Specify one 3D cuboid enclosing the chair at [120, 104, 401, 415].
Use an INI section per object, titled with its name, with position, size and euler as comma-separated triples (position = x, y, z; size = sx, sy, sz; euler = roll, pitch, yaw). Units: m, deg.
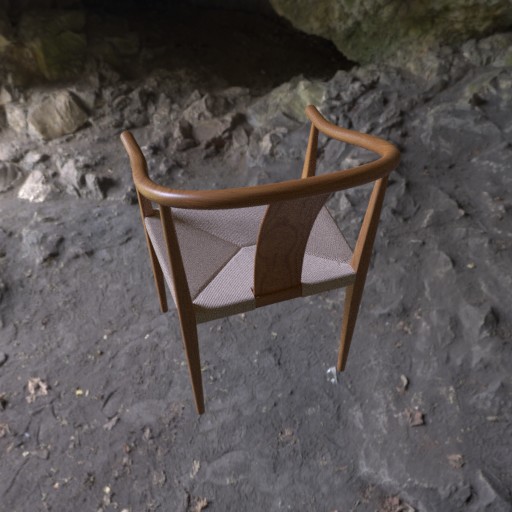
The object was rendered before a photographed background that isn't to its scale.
[chair]
position = 0.000, 0.000, 1.194
size = 0.556, 0.800, 0.579
euler = -13, 43, -14
